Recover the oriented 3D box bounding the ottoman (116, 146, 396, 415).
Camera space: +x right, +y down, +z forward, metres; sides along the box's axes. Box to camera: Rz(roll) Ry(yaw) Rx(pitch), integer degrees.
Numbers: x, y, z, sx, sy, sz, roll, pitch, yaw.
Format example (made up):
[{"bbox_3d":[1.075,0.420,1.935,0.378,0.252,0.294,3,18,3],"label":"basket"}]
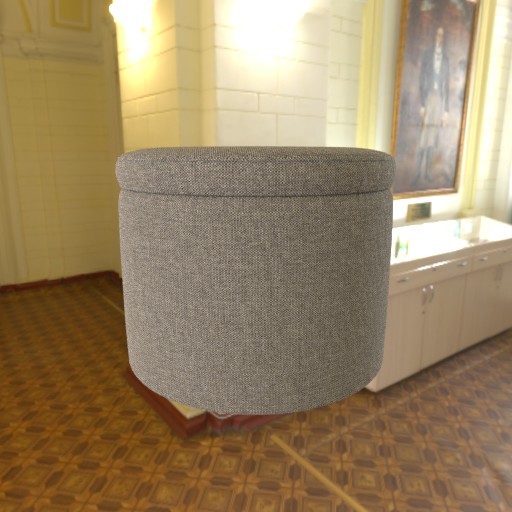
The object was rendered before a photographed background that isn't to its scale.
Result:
[{"bbox_3d":[0.000,0.000,0.893,0.520,0.430,0.520,0,13,0],"label":"ottoman"}]
